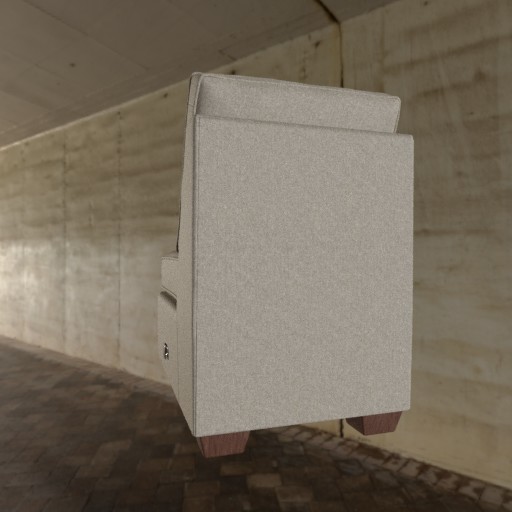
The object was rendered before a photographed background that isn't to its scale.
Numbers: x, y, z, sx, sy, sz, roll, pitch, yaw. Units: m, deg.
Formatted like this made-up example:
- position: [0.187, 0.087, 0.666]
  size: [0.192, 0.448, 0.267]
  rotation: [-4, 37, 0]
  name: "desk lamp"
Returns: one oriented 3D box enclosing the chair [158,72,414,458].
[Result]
- position: [0.000, 0.000, 1.688]
  size: [0.674, 1.058, 1.020]
  rotation: [0, 0, -18]
  name: "chair"
